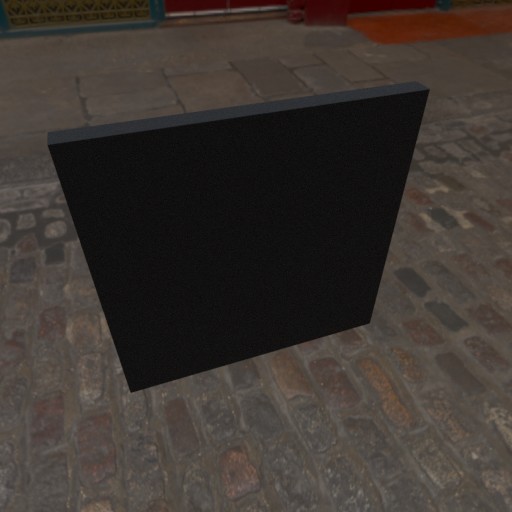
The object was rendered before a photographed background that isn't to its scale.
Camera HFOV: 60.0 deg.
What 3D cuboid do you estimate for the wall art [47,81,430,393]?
[{"bbox_3d":[0.000,0.000,0.671,0.462,0.458,0.030,-13,43,-15],"label":"wall art"}]
